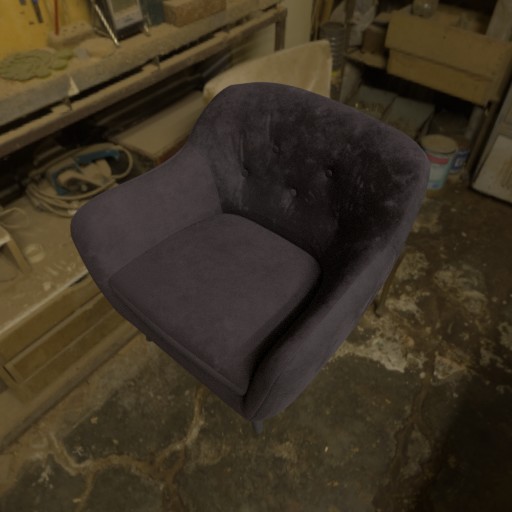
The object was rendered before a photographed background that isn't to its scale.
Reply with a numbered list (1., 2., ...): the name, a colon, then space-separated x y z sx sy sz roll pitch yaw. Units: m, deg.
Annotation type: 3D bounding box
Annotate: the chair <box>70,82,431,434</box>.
1. chair: 0.000 0.000 1.472 0.840 0.807 0.819 32 54 26
